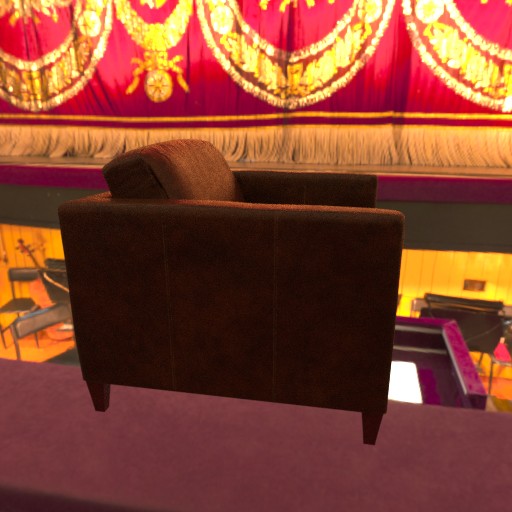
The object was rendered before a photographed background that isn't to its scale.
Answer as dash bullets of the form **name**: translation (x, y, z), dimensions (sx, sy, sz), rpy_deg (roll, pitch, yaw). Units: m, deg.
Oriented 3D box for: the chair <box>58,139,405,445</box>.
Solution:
- **chair**: translation (0.000, 0.000, 1.708), dimensions (0.975, 0.864, 0.990), rpy_deg (3, 17, 10)
